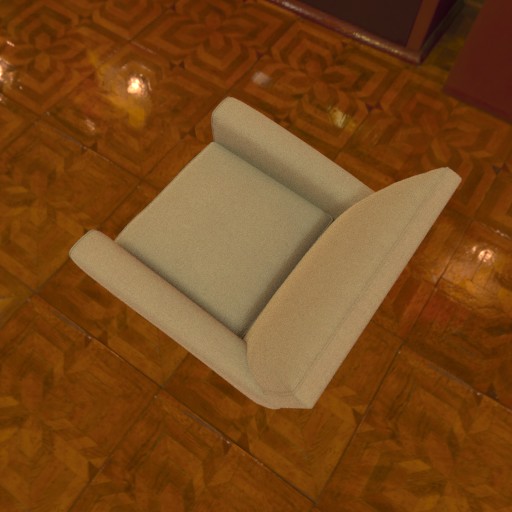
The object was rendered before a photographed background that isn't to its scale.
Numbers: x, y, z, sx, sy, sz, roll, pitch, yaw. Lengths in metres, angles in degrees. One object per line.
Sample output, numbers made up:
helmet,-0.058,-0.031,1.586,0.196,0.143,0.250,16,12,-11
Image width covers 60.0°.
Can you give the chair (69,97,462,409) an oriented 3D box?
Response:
chair,0.000,0.000,1.580,0.871,0.846,0.840,34,69,15
